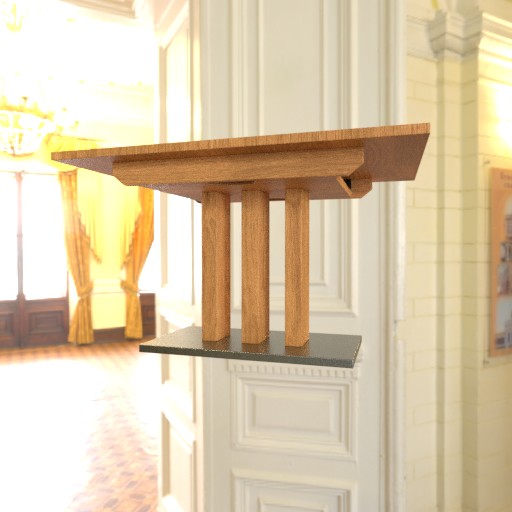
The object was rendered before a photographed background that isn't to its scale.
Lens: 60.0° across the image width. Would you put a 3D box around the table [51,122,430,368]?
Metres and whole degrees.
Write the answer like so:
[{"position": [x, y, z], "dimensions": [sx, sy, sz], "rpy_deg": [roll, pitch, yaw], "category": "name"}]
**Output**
[{"position": [0.000, 0.000, 1.871], "dimensions": [1.300, 0.770, 0.900], "rpy_deg": [0, 1, 17], "category": "table"}]
